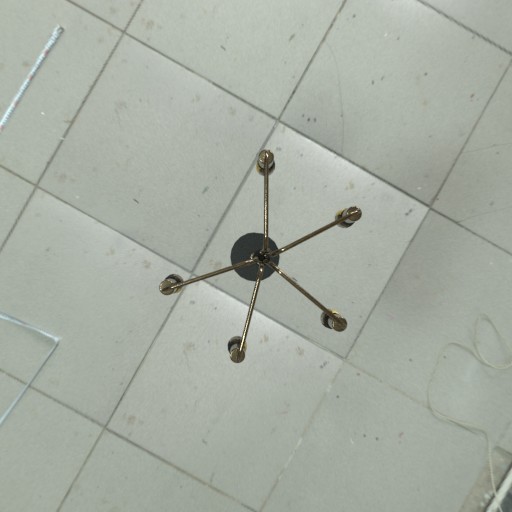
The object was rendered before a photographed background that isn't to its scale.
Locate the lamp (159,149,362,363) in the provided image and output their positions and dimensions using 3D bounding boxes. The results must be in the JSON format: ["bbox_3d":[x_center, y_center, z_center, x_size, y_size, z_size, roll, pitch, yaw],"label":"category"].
[{"bbox_3d":[0.000,0.000,1.962,0.572,1.721,0.599,0,90,-1],"label":"lamp"}]
